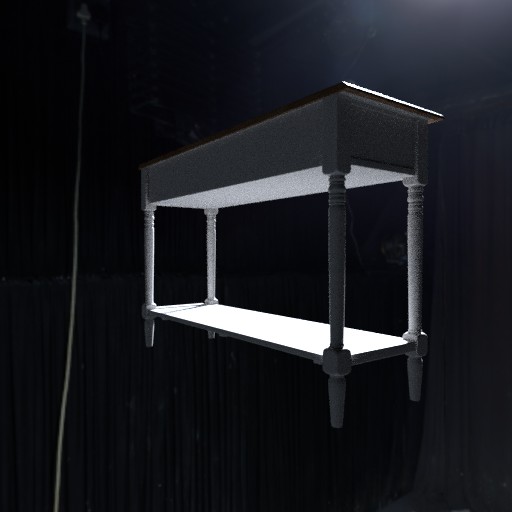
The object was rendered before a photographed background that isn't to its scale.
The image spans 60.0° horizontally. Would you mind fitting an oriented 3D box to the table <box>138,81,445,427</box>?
[{"bbox_3d":[0.000,0.000,1.604,0.399,0.800,1.219,0,1,-37],"label":"table"}]
